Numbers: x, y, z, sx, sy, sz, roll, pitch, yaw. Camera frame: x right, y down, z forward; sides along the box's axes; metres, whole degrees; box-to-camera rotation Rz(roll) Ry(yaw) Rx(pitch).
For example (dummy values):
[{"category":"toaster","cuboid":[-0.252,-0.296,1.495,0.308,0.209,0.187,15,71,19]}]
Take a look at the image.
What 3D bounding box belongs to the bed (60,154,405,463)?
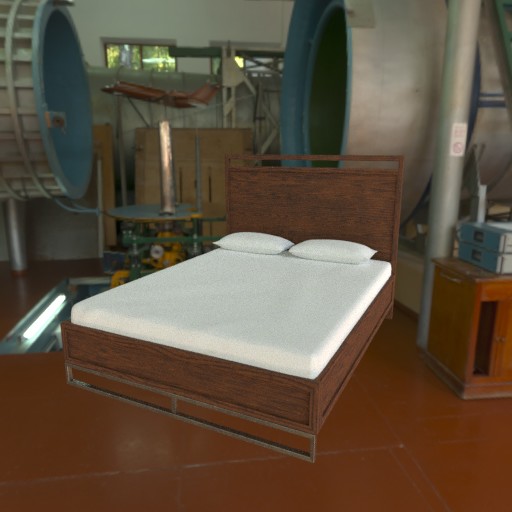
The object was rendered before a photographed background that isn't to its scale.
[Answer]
[{"category":"bed","cuboid":[0.000,0.000,3.406,1.765,1.487,2.218,7,15,26]}]
